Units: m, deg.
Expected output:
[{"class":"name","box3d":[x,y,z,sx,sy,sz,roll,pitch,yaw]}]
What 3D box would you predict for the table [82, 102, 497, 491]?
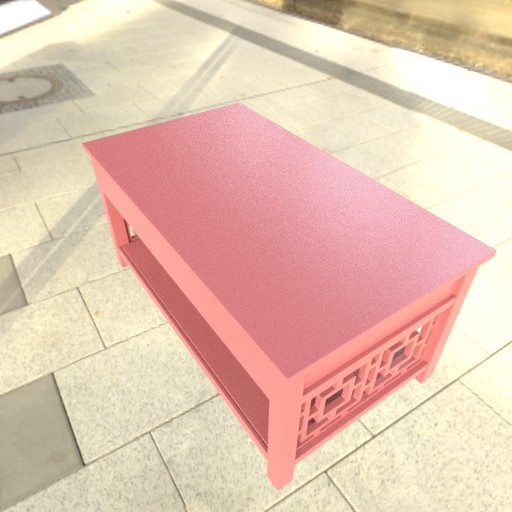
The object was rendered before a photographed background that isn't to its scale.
[{"class":"table","box3d":[0.000,0.000,1.368,0.612,0.493,1.068,-24,46,-26]}]
